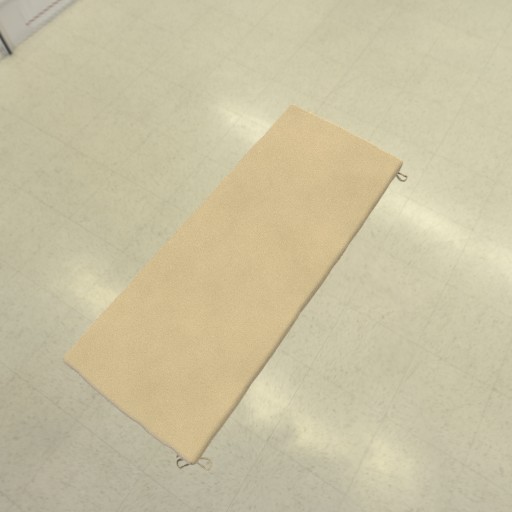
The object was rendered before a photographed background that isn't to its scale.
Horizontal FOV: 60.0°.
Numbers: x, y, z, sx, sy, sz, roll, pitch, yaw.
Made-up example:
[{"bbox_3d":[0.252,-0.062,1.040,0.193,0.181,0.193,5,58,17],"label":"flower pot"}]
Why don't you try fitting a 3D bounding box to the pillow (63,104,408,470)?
[{"bbox_3d":[0.000,0.000,1.362,0.492,0.081,1.187,32,68,15],"label":"pillow"}]
